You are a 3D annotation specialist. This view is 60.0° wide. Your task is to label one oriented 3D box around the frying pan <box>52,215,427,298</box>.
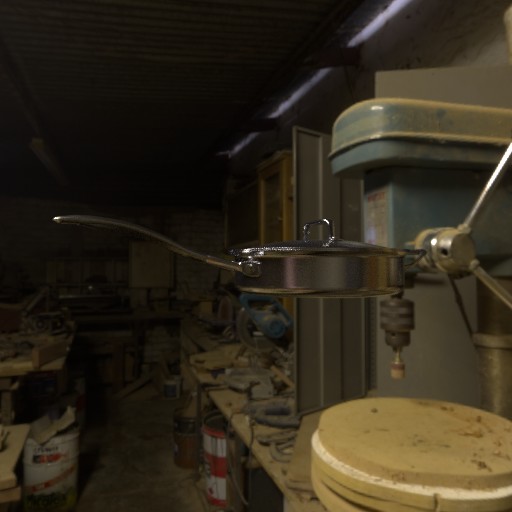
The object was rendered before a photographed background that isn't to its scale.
[{"bbox_3d":[0.000,0.000,0.665,0.561,0.114,0.280,0,-1,-18],"label":"frying pan"}]
